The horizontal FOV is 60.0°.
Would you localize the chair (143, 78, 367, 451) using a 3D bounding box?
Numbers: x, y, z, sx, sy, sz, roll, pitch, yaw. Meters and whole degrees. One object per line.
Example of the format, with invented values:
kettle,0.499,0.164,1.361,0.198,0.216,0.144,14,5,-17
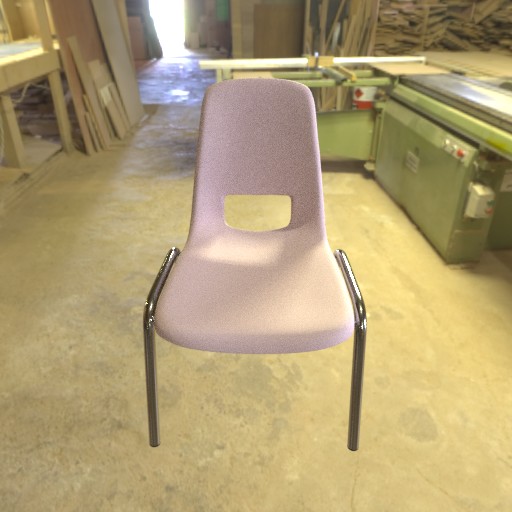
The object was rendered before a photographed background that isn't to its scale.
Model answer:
chair,0.000,0.000,0.779,0.354,0.537,0.385,1,30,1
